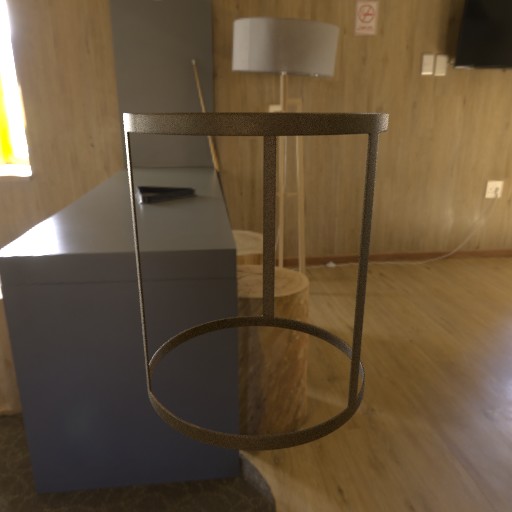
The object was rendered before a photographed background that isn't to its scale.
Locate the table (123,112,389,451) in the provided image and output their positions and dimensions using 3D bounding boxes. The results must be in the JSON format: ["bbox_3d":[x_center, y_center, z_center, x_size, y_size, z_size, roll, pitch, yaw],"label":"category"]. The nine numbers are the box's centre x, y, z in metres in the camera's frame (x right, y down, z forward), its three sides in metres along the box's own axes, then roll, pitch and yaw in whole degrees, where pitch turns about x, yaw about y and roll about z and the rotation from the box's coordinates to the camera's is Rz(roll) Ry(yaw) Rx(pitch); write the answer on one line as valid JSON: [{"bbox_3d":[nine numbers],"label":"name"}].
[{"bbox_3d":[0.000,0.000,0.921,0.480,0.565,0.480,0,18,0],"label":"table"}]
